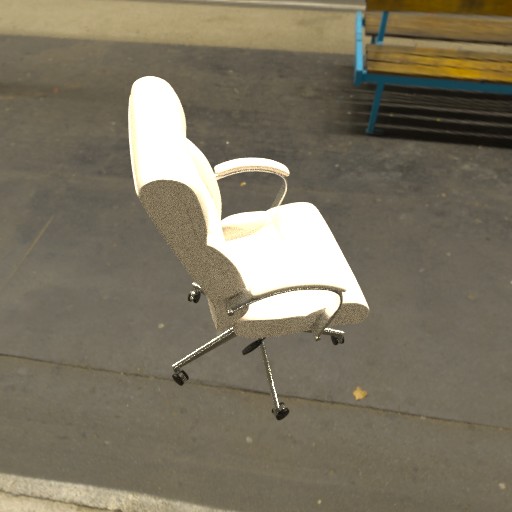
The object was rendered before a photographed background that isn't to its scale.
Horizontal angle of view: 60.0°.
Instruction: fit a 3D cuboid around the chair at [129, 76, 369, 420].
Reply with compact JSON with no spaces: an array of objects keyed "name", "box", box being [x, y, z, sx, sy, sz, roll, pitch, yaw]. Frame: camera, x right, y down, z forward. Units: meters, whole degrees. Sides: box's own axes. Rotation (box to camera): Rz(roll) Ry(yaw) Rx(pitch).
[{"name":"chair","box":[0.000,0.000,1.564,0.745,1.099,0.727,-9,46,-9]}]
